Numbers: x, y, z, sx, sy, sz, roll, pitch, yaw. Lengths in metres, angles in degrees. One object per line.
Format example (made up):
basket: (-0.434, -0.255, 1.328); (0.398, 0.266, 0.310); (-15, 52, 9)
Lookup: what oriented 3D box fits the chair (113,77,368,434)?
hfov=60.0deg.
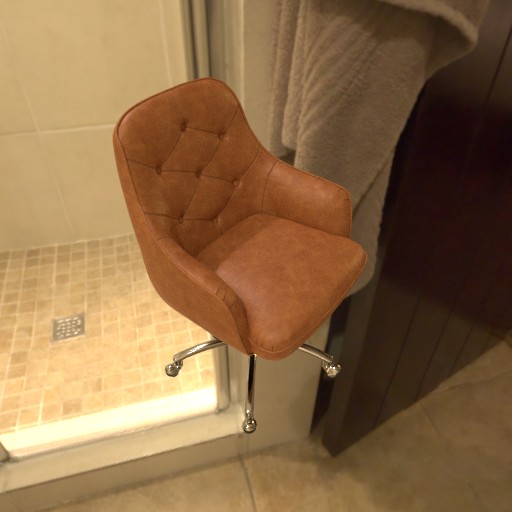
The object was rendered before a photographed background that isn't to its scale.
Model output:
chair: (0.000, 0.000, 1.366); (0.615, 0.909, 0.628); (27, 47, 28)
